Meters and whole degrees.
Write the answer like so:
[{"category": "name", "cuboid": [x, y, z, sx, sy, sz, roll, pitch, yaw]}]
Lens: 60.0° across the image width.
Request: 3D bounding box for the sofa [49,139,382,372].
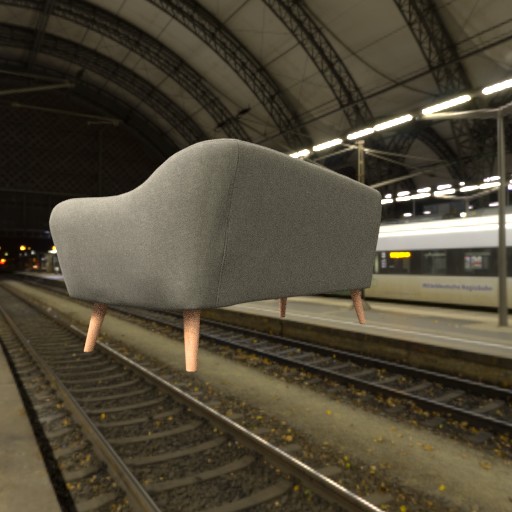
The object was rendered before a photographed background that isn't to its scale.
[{"category": "sofa", "cuboid": [0.000, 0.000, 2.288, 0.820, 0.820, 1.840, -1, -1, 36]}]
